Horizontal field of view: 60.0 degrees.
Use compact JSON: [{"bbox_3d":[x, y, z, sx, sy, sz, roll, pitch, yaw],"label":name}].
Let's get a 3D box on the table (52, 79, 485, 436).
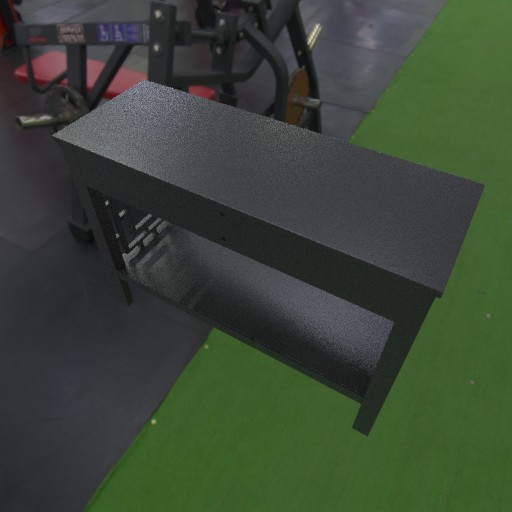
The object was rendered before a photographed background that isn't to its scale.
[{"bbox_3d":[0.000,0.000,1.423,1.068,0.753,0.397,24,52,20],"label":"table"}]
